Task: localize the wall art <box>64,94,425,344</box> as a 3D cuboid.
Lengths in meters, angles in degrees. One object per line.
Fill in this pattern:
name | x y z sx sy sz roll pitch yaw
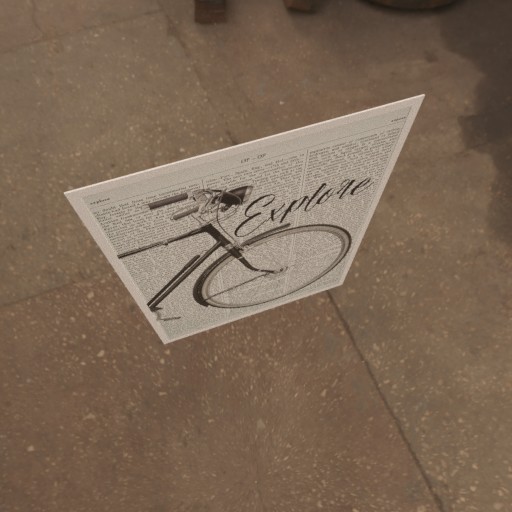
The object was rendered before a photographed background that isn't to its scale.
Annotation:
wall art | 0.000 0.000 0.804 0.457 0.610 0.003 -17 64 -9
